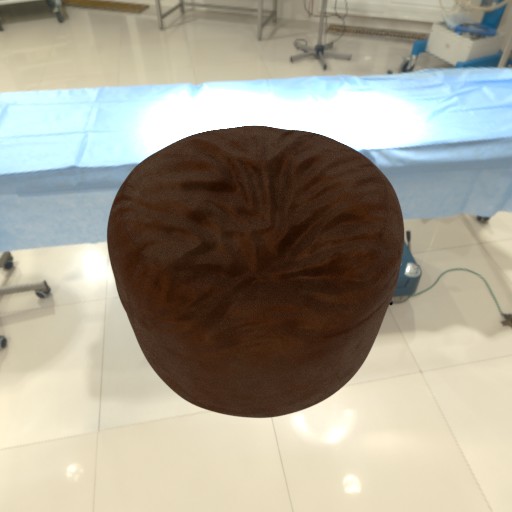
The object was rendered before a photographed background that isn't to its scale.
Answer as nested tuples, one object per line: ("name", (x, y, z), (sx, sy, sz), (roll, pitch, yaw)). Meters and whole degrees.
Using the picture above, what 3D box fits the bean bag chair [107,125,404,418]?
("bean bag chair", (0.000, 0.000, 1.502), (0.918, 0.616, 0.918), (0, 46, 0))
